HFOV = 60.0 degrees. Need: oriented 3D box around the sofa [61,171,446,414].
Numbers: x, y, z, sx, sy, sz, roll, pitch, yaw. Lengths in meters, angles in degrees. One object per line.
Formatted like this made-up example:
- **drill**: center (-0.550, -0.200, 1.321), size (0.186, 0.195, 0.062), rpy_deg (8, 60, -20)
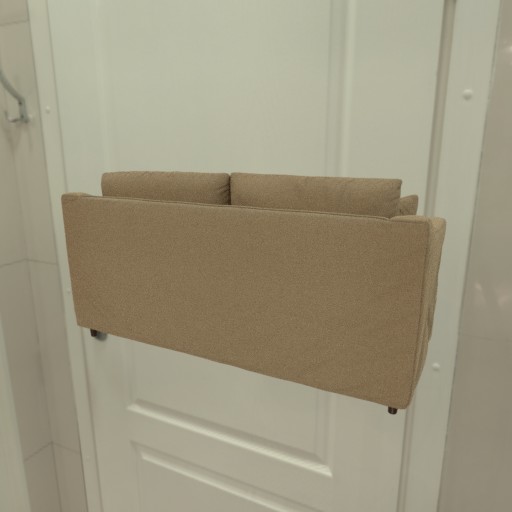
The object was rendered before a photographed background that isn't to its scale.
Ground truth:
- **sofa**: center (0.000, 0.000, 2.638), size (2.010, 1.018, 1.072), rpy_deg (7, 16, 26)
